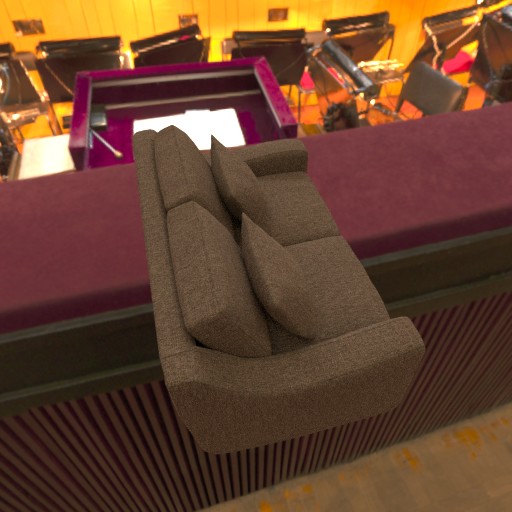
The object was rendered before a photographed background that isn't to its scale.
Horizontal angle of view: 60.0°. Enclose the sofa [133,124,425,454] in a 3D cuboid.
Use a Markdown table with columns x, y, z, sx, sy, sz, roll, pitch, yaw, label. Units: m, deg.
| x | y | z | sx | sy | sz | roll | pitch | yaw | label |
| --- | --- | --- | --- | --- | --- | --- | --- | --- | --- |
| 0.000 | 0.000 | 2.474 | 1.120 | 0.991 | 1.778 | -11 | 48 | -10 | sofa |
